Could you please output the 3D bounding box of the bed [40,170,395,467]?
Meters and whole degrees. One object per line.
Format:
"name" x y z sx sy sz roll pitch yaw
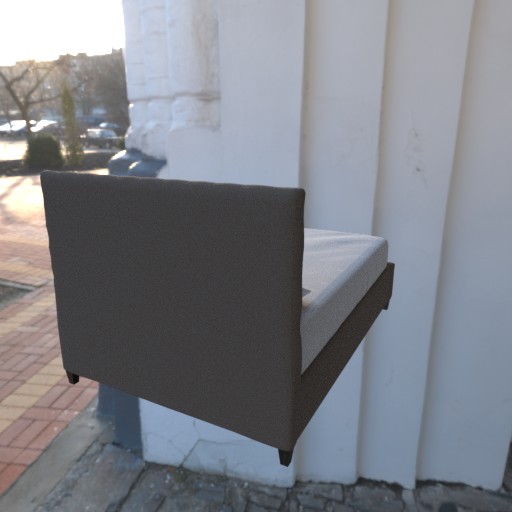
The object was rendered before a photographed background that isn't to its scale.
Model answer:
"bed" 0.000 0.000 3.430 1.698 1.427 2.387 9 19 27
